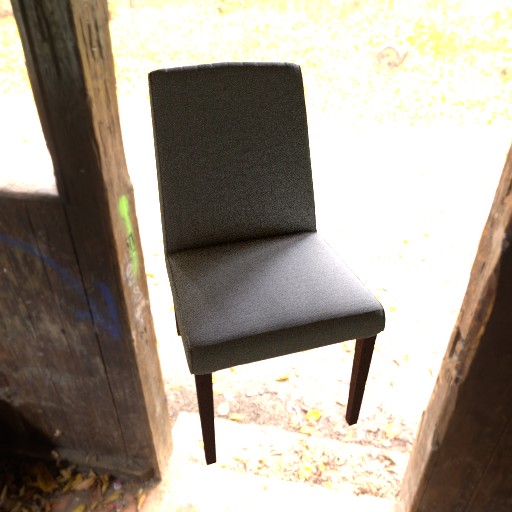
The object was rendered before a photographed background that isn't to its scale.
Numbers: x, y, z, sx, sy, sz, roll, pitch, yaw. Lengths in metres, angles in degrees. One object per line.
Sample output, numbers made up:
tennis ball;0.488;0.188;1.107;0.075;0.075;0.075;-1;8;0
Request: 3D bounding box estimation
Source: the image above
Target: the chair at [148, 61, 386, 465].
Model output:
chair;0.000;0.000;1.207;0.480;0.900;0.594;-9;34;-14
